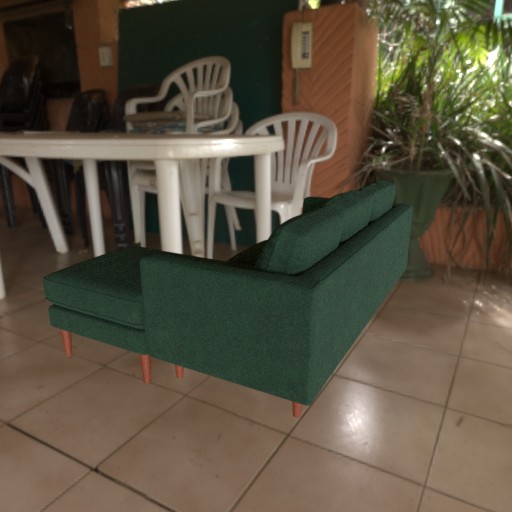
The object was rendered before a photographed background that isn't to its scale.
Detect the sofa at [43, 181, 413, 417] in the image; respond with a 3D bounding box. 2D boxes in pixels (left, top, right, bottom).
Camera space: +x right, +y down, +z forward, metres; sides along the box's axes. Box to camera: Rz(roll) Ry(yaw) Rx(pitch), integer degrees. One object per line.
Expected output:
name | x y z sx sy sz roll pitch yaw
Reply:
sofa | 0.000 0.000 2.893 1.580 0.899 2.030 9 19 27
